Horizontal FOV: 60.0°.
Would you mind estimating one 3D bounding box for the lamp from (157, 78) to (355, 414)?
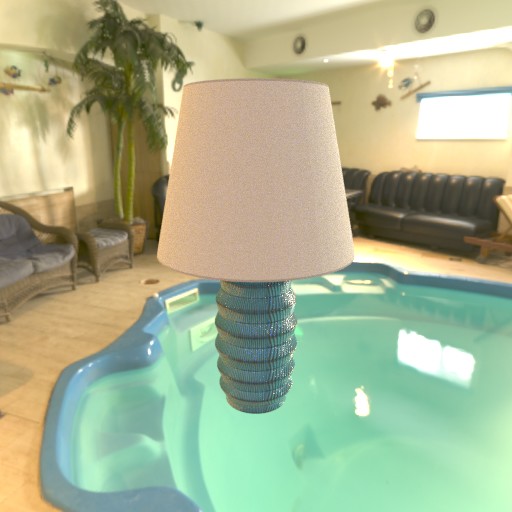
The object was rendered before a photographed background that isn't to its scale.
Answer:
[{"bbox_3d":[0.000,0.000,0.814,0.355,0.582,0.355,0,15,0],"label":"lamp"}]
